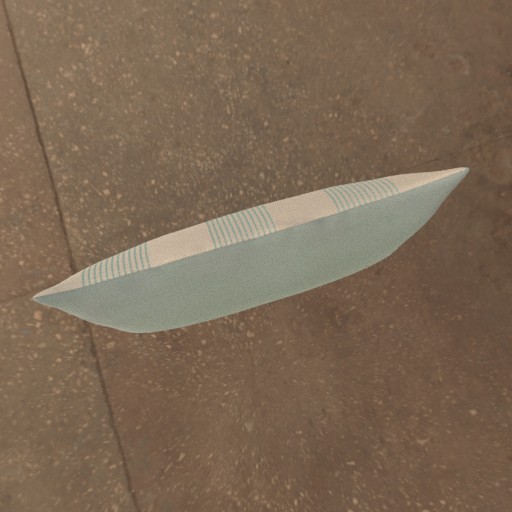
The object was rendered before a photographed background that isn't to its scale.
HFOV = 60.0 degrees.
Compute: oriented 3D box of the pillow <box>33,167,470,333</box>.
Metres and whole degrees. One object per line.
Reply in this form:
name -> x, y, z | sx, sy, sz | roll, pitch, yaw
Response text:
pillow -> 0.000, 0.000, 0.722 | 0.610, 0.287, 0.151 | -17, 76, -4
